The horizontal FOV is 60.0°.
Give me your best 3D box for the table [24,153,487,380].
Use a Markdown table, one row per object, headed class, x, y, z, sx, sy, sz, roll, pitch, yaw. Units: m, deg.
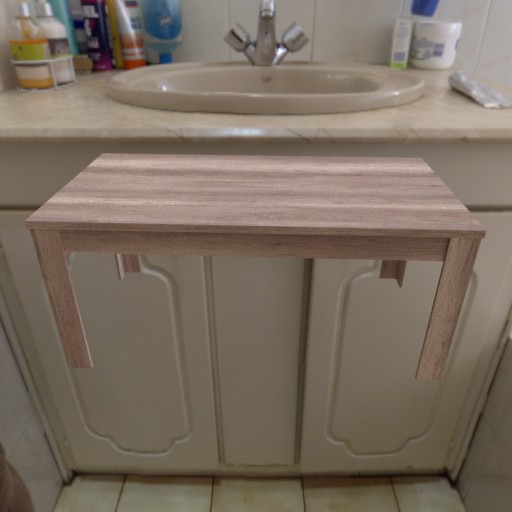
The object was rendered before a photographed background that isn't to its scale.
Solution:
| class | x | y | z | sx | sy | sz | roll | pitch | yaw |
| --- | --- | --- | --- | --- | --- | --- | --- | --- | --- |
| table | 0.000 | 0.000 | 2.309 | 1.800 | 0.790 | 0.900 | 1 | 30 | 2 |
